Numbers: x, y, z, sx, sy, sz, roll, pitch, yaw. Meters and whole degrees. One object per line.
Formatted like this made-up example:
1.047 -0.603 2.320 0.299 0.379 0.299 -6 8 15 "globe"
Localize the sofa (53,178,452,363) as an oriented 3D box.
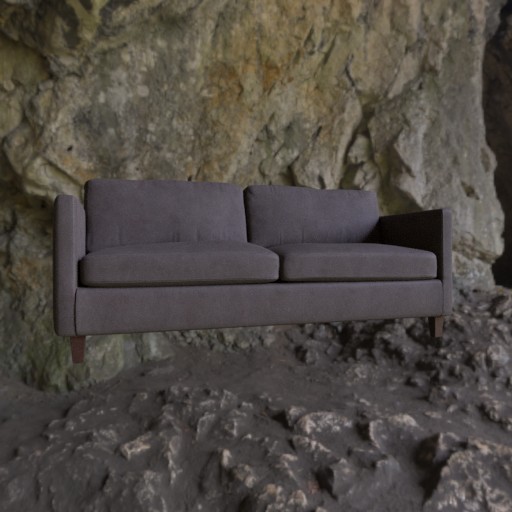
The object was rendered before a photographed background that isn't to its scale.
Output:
0.000 0.000 2.728 2.208 0.965 0.951 0 1 -18 "sofa"
